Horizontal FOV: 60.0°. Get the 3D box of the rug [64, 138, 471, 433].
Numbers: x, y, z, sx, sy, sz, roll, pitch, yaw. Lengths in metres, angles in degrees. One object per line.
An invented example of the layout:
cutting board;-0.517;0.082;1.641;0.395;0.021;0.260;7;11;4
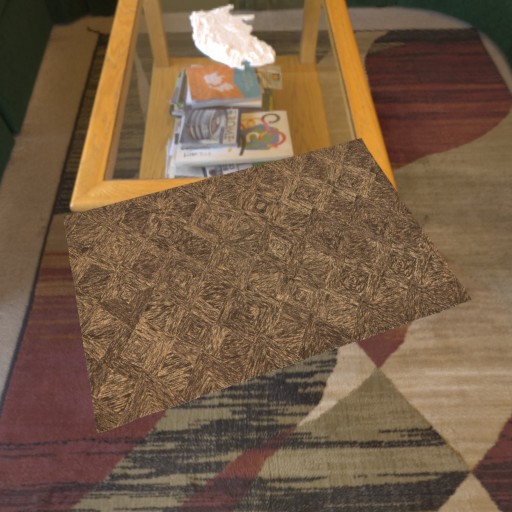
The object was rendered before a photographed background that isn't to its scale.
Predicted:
rug;0.000;0.000;2.277;1.808;0.011;1.189;-17;59;-10
